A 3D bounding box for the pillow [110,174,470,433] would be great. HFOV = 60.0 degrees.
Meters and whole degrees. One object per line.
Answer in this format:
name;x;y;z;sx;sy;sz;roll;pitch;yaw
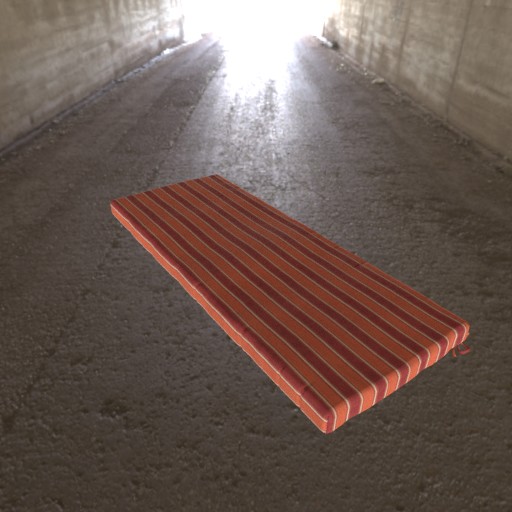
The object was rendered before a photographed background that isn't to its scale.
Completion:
pillow;0.000;0.000;1.329;0.492;0.081;1.187;-20;37;-29
